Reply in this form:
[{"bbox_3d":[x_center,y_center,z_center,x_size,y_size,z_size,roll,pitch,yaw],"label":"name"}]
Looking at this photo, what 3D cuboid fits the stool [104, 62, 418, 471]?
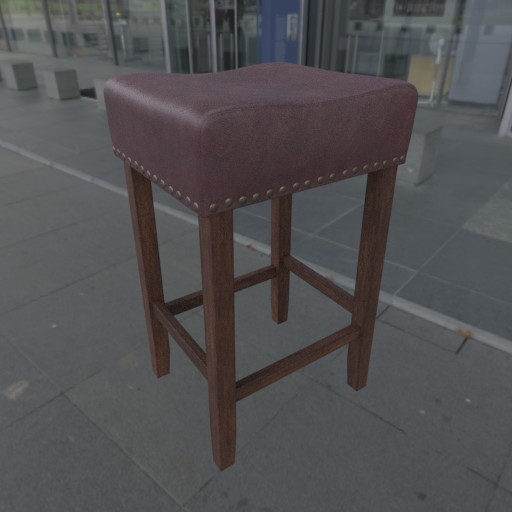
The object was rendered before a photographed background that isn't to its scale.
[{"bbox_3d":[0.000,0.000,1.016,0.465,0.769,0.401,-19,35,-30],"label":"stool"}]
